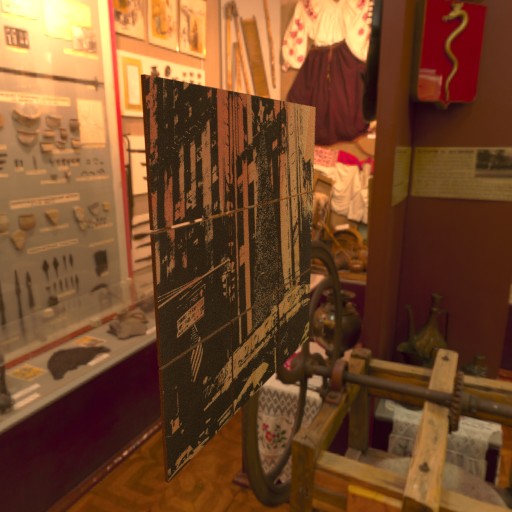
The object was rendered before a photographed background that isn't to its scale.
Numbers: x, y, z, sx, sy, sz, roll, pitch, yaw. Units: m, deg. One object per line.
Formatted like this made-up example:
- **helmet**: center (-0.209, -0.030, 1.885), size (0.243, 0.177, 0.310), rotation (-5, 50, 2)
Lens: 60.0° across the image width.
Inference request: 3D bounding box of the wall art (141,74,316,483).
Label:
- **wall art**: center (0.000, 0.000, 1.784), size (0.013, 1.216, 1.216), rotation (7, 16, 27)
